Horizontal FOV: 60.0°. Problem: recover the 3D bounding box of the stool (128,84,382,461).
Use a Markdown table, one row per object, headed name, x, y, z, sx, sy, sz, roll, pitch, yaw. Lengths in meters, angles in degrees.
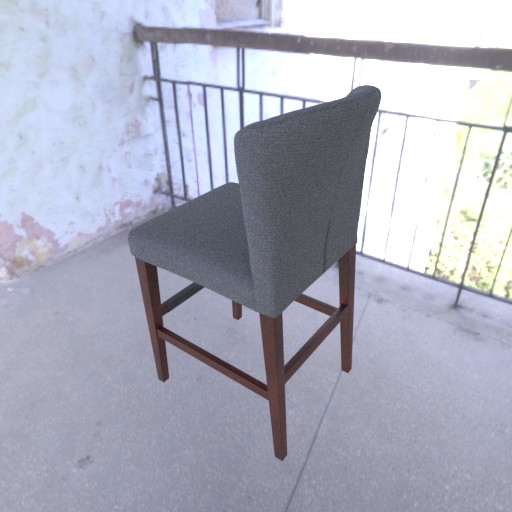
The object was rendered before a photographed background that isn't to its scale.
| name | x | y | z | sx | sy | sz | roll | pitch | yaw |
| --- | --- | --- | --- | --- | --- | --- | --- | --- | --- |
| stool | 0.000 | 0.000 | 1.286 | 0.568 | 0.968 | 0.479 | 21 | 37 | 30 |
